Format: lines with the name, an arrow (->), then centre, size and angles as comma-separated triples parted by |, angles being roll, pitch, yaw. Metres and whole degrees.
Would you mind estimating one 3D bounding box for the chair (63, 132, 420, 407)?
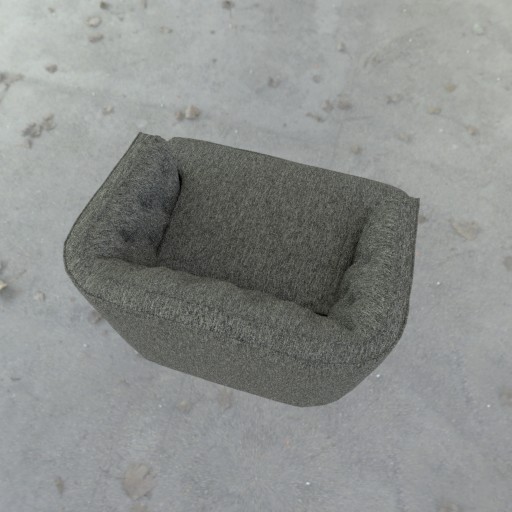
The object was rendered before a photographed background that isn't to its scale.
chair -> 0.000, 0.000, 1.754 | 1.104, 0.852, 0.941 | 15, 64, 7
